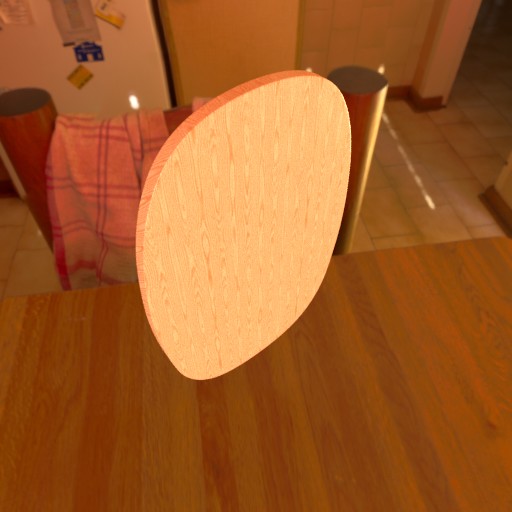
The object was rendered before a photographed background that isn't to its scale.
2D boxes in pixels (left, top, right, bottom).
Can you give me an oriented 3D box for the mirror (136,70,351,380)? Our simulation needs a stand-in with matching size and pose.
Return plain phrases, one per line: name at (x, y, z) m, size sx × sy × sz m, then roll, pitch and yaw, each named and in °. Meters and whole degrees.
mirror at (0.000, 0.000, 1.327) m, size 0.724 × 1.075 × 0.037 m, roll -31°, pitch 55°, yaw -25°
